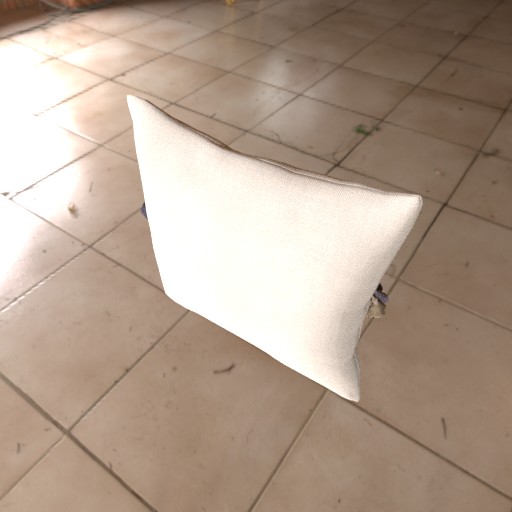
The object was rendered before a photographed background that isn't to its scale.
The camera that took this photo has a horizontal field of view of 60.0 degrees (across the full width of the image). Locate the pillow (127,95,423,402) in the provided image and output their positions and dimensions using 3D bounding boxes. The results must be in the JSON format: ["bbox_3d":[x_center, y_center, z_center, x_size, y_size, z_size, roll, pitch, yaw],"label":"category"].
[{"bbox_3d":[0.000,0.000,0.770,0.489,0.481,0.165,26,51,23],"label":"pillow"}]
